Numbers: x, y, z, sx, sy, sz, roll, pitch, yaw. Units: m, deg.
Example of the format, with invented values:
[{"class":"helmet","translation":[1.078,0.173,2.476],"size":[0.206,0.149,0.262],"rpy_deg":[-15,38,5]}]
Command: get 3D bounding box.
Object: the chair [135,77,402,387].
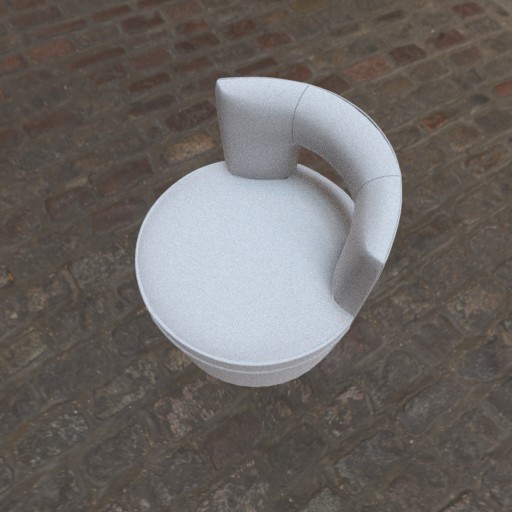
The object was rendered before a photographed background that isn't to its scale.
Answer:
[{"class":"chair","translation":[0.000,0.000,1.259],"size":[0.665,0.723,0.650],"rpy_deg":[-31,67,-15]}]
